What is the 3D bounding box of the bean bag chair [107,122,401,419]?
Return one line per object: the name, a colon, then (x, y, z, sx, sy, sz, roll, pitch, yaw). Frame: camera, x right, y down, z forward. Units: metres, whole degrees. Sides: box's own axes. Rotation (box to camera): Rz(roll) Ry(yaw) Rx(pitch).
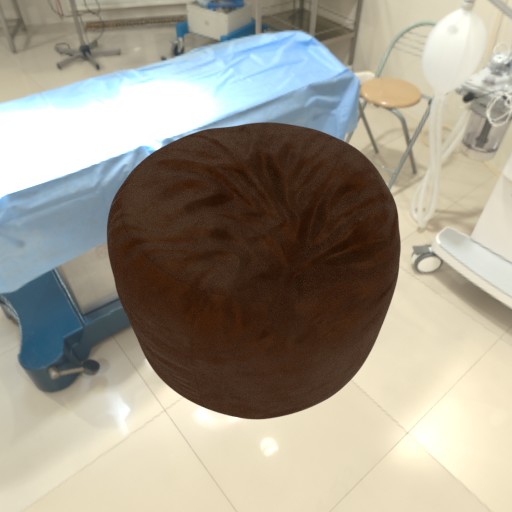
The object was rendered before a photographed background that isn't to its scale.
bean bag chair: (0.000, 0.000, 1.493, 0.918, 0.616, 0.918, 0, 47, 0)
